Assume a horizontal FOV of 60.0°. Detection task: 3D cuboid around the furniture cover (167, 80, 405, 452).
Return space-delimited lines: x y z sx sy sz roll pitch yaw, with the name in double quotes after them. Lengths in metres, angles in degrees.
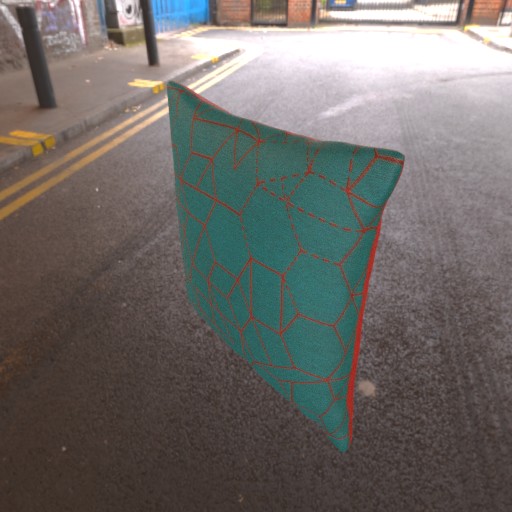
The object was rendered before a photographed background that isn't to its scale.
0.000 0.000 0.773 0.158 0.508 0.517 -22 38 -31 "furniture cover"
